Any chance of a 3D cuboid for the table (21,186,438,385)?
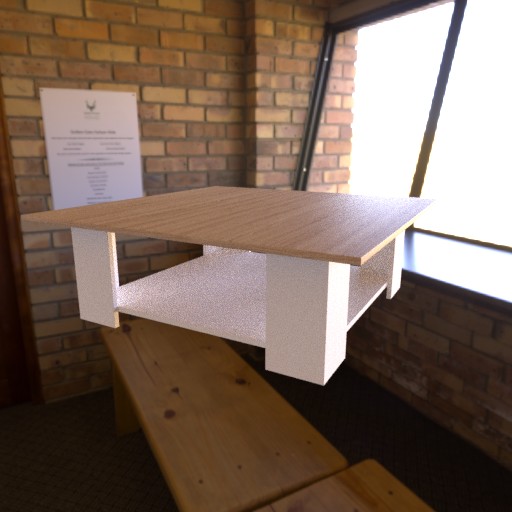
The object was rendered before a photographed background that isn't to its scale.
[{"bbox_3d":[0.000,0.000,1.343,0.890,0.305,0.890,8,16,28],"label":"table"}]
